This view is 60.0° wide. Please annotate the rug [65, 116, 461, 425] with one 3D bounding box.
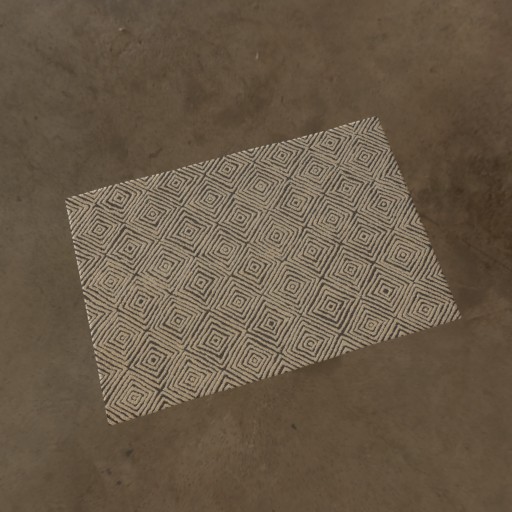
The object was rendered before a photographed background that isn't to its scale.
[{"bbox_3d":[0.000,0.000,2.249,1.750,0.004,1.177,-16,75,-4],"label":"rug"}]
